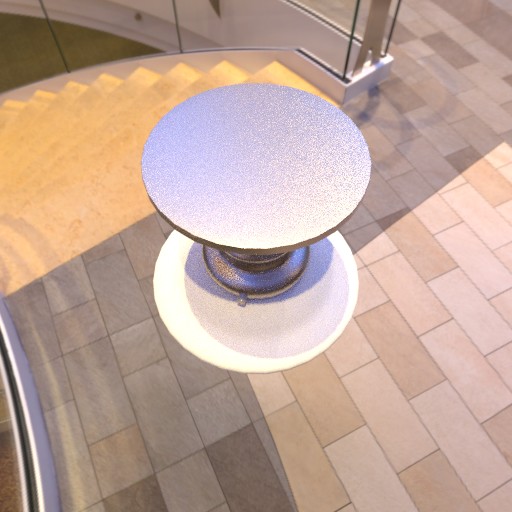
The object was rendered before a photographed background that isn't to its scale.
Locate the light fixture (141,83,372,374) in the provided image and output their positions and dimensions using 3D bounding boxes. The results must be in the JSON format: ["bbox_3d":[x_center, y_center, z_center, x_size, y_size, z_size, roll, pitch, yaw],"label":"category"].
[{"bbox_3d":[0.000,0.000,0.404,0.199,0.254,0.199,0,57,0],"label":"light fixture"}]
